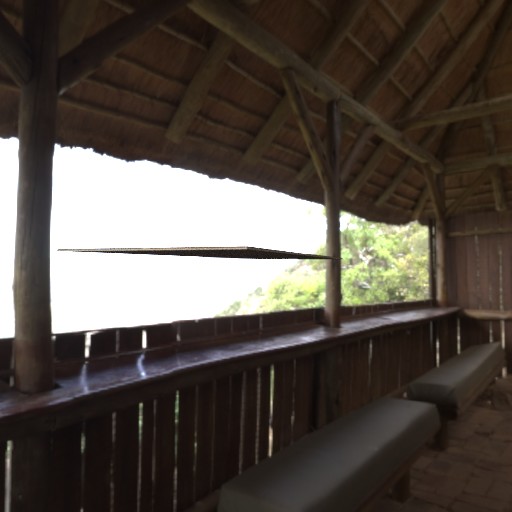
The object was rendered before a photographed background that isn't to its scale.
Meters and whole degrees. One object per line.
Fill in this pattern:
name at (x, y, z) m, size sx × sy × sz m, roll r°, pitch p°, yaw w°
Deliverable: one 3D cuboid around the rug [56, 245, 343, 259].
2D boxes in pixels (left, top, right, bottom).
rug at (0.000, 0.000, 2.485) m, size 0.687 × 0.011 × 2.287 m, roll 0°, pitch -1°, yaw 18°
